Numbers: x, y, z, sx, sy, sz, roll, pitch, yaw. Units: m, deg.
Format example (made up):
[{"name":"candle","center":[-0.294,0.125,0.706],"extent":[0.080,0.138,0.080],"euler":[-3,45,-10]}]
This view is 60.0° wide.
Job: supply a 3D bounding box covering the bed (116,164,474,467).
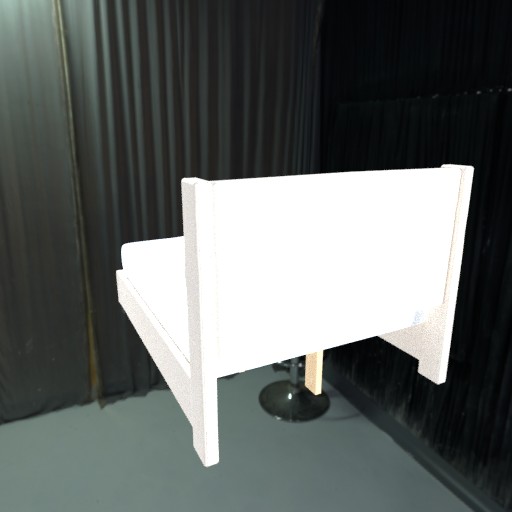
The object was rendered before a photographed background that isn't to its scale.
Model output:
[{"name":"bed","center":[0.000,0.000,3.449],"extent":[1.778,1.471,2.293],"euler":[-8,18,-26]}]
